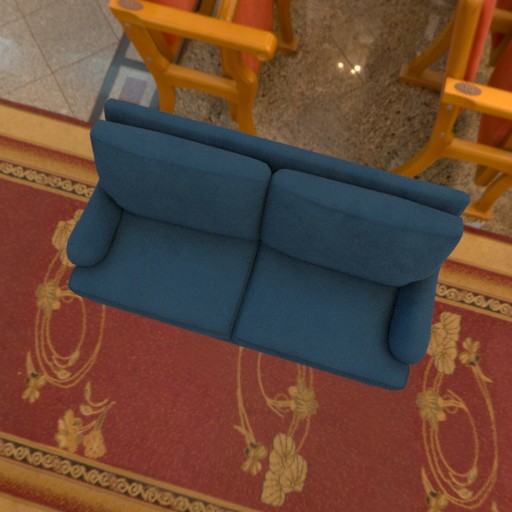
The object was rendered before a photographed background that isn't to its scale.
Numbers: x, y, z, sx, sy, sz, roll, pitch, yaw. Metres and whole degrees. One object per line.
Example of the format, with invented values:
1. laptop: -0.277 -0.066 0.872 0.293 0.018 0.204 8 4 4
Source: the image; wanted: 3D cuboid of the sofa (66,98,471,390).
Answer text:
1. sofa: 0.000 0.000 2.718 2.141 1.101 1.084 16 76 4
